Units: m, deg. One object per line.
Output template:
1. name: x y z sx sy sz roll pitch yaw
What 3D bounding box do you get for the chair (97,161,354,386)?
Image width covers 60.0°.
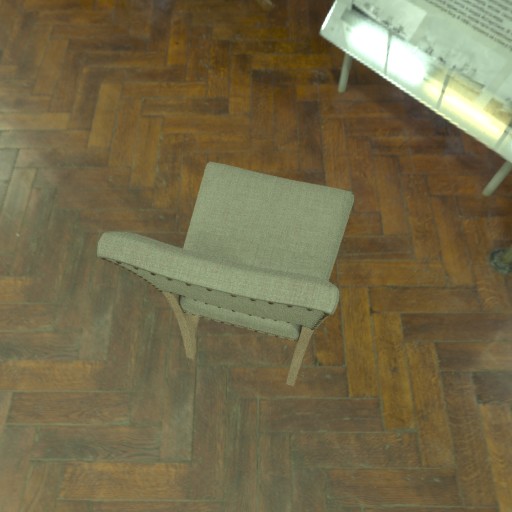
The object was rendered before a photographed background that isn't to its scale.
1. chair: 0.000 0.000 1.322 0.508 0.986 0.622 13 64 7
